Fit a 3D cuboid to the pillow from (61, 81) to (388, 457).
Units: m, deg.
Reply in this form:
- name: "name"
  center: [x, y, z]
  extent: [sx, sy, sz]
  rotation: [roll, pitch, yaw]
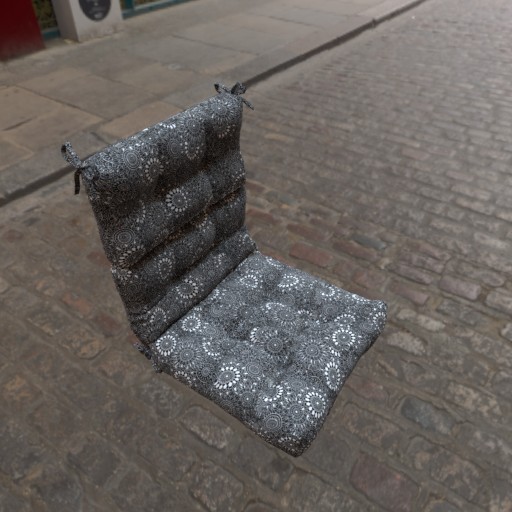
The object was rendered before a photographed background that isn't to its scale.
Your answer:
- name: "pillow"
  center: [0.000, 0.000, 1.032]
  extent: [0.571, 0.605, 0.519]
  rotation: [24, 46, 26]
